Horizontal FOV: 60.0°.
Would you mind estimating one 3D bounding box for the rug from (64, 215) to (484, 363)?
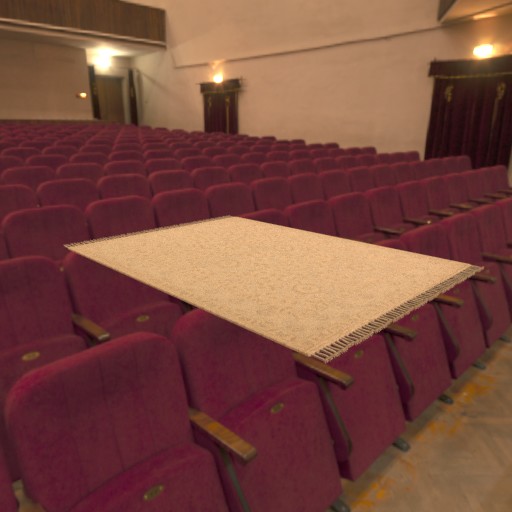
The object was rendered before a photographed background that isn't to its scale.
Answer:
[{"bbox_3d":[0.000,0.000,2.242,1.223,0.015,1.771,-15,22,-43],"label":"rug"}]
